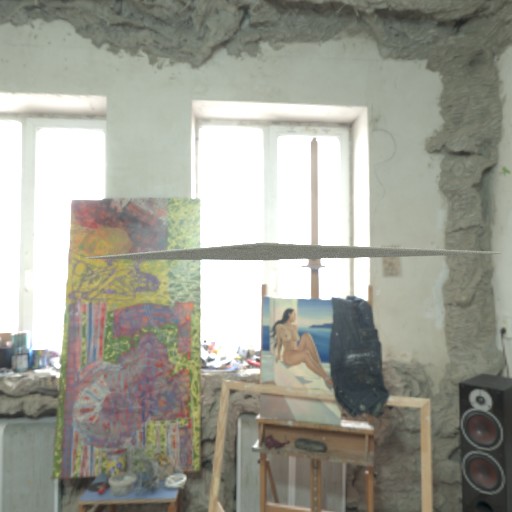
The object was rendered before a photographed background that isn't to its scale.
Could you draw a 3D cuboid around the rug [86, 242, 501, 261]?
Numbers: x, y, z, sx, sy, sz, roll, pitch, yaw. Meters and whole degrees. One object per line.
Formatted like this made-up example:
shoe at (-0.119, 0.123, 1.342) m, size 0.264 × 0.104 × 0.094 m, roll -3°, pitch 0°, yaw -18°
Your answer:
rug at (0.000, 0.000, 2.788) m, size 1.522 × 0.008 × 2.284 m, roll 1°, pitch -2°, yaw -34°
